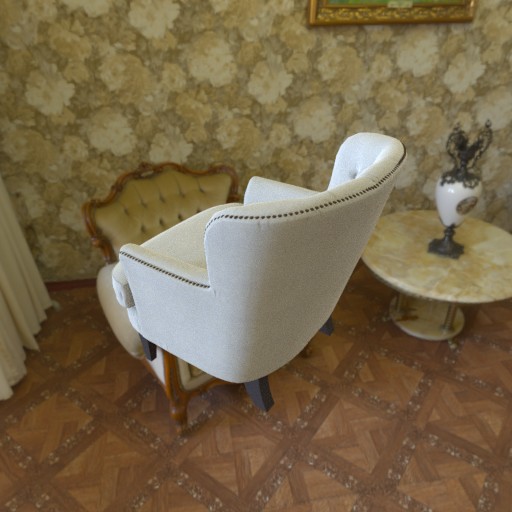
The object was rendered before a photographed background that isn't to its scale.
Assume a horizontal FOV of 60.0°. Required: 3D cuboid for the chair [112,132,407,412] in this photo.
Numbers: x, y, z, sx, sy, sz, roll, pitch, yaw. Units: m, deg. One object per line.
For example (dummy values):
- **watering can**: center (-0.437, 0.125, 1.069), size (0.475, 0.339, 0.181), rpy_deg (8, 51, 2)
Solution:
- **chair**: center (0.000, 0.000, 1.638), size (0.906, 0.868, 0.848), rpy_deg (20, 36, 29)
